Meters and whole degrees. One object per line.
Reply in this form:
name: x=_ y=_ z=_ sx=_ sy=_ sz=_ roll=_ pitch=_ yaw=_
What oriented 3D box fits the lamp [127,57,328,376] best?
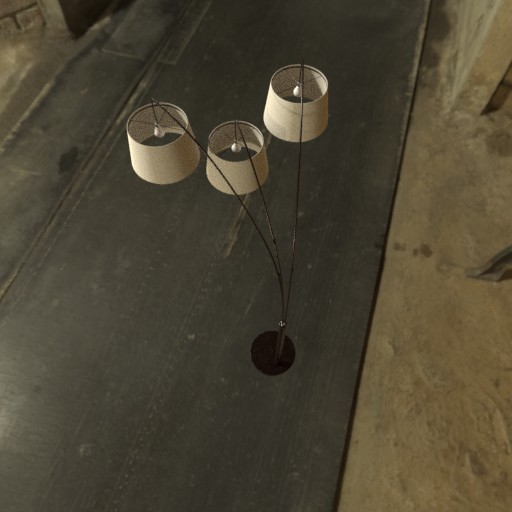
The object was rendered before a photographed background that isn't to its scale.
lamp: x=0.000 y=0.000 z=2.486 sx=0.951 sy=1.950 sz=0.924 roll=-19 pitch=63 yaw=-10
